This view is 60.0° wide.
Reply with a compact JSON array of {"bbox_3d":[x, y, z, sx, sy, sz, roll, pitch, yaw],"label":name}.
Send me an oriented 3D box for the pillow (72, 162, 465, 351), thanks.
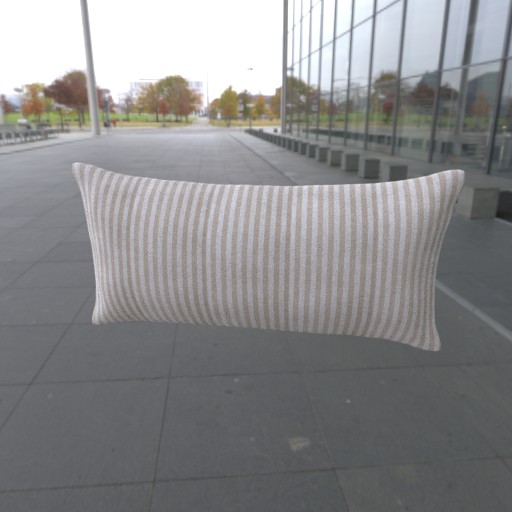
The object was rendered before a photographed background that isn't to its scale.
[{"bbox_3d":[0.000,0.000,0.733,0.617,0.295,0.151,3,18,9],"label":"pillow"}]
